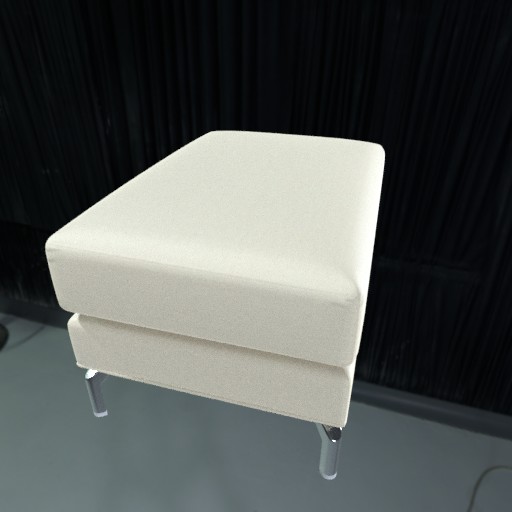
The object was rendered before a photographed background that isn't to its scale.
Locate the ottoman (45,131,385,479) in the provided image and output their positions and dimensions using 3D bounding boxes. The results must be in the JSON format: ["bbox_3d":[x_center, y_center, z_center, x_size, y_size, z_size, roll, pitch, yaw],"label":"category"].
[{"bbox_3d":[0.000,0.000,1.164,0.581,0.497,0.835,8,31,14],"label":"ottoman"}]
